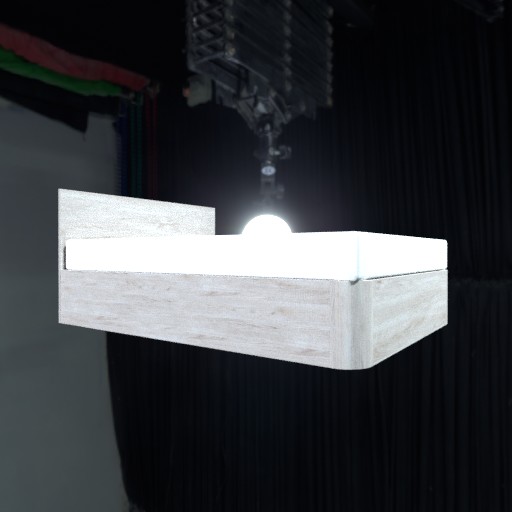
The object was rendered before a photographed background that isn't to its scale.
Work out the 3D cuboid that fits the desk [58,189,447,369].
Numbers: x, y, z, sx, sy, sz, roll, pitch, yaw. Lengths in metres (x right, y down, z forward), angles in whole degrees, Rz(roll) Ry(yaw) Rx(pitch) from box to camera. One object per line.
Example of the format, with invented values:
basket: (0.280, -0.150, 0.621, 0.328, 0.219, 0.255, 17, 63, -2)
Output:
desk: (0.000, 0.000, 2.665, 1.900, 0.800, 1.400, 0, 1, 36)
